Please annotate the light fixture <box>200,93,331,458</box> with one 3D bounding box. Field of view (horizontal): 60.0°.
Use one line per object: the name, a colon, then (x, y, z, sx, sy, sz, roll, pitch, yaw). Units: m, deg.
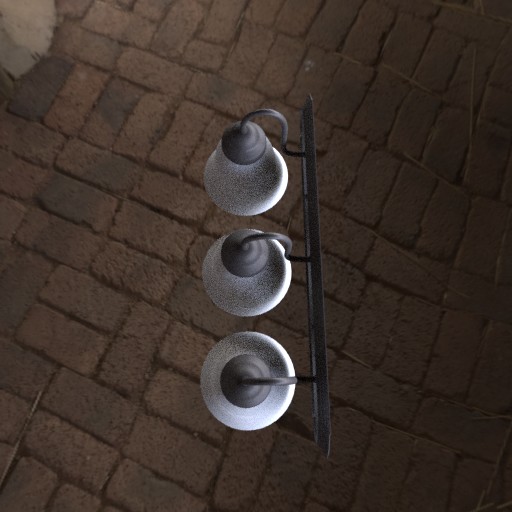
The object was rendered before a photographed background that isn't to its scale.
light fixture: (0.000, 0.000, 0.711, 0.199, 0.222, 0.610, -1, 75, 0)
